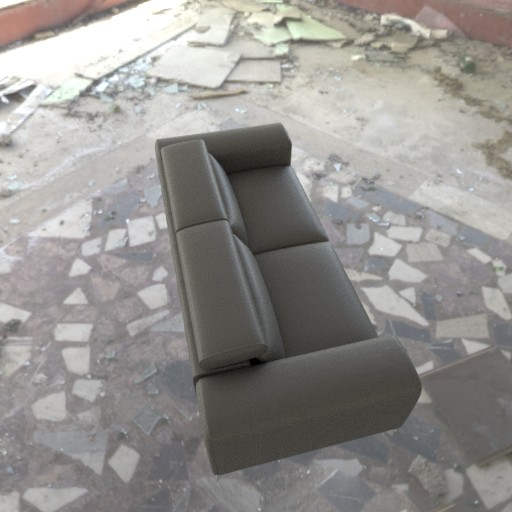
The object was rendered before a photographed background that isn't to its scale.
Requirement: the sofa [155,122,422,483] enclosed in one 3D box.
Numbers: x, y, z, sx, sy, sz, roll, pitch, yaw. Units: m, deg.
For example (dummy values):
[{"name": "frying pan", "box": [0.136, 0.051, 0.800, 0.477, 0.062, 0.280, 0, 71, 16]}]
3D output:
[{"name": "sofa", "box": [0.000, 0.000, 2.806, 1.023, 0.759, 2.321, -10, 48, -9]}]
